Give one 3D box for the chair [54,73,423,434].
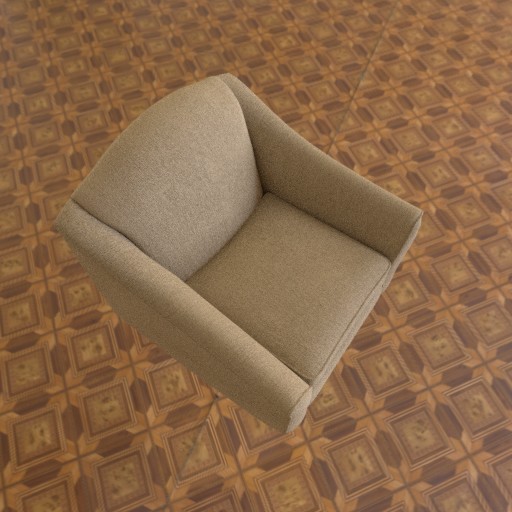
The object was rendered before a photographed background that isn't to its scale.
[{"bbox_3d":[0.000,0.000,1.447,0.787,0.839,0.763,32,64,17],"label":"chair"}]
